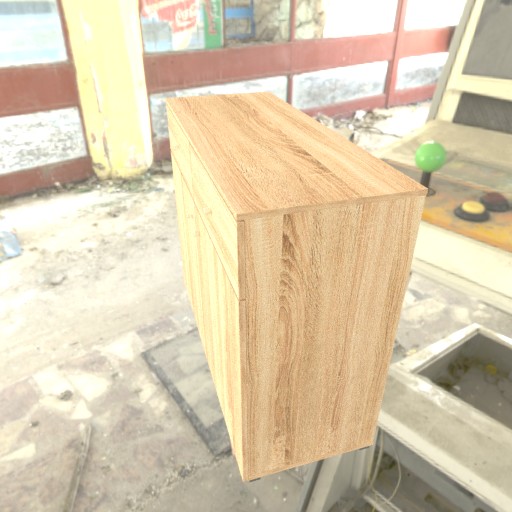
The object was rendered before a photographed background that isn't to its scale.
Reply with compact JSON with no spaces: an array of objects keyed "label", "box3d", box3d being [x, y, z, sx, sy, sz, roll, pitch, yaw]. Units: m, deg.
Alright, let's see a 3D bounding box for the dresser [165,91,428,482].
[{"label":"dresser","box3d":[0.000,0.000,1.592,0.450,0.900,1.100,-9,32,-14]}]
